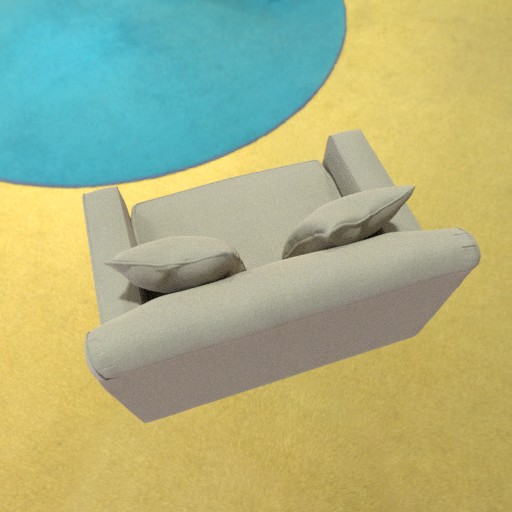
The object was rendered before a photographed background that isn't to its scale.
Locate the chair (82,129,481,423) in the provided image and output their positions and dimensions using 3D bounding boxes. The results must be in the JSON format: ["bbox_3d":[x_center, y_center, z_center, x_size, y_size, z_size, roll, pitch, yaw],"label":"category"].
[{"bbox_3d":[0.000,0.000,2.023,1.383,0.948,1.000,-15,60,-9],"label":"chair"}]
